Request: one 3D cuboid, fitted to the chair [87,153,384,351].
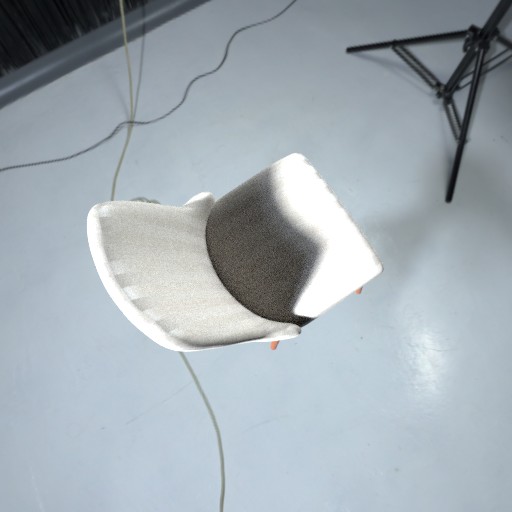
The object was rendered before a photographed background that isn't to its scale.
[{"bbox_3d":[0.000,0.000,1.329,0.684,0.917,0.526,-32,77,-8],"label":"chair"}]
